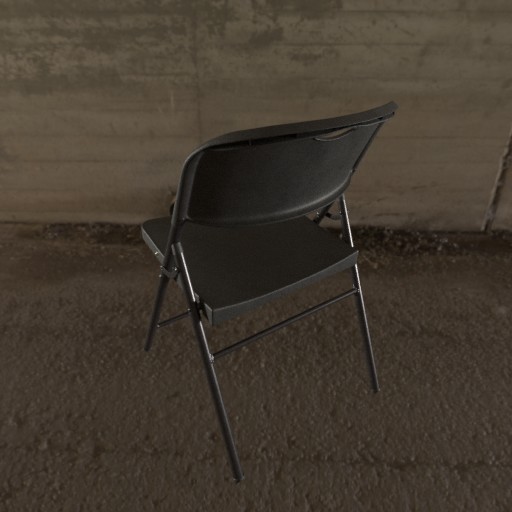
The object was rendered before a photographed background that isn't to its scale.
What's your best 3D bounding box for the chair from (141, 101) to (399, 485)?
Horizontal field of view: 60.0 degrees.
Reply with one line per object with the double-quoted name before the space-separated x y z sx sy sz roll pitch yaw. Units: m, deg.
"chair" 0.000 0.000 1.122 0.494 0.810 0.566 -20 37 -29
